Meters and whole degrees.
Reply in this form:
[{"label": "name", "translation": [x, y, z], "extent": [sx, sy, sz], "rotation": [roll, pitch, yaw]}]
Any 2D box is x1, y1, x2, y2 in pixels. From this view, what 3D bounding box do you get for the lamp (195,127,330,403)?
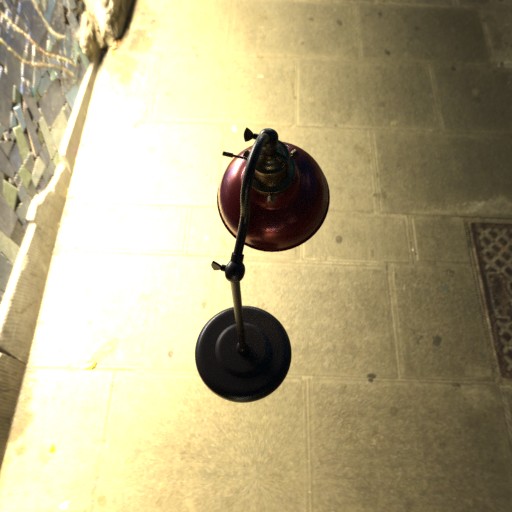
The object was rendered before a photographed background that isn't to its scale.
[{"label": "lamp", "translation": [0.000, 0.000, 0.693], "extent": [0.192, 0.508, 0.374], "rotation": [14, 64, 7]}]
